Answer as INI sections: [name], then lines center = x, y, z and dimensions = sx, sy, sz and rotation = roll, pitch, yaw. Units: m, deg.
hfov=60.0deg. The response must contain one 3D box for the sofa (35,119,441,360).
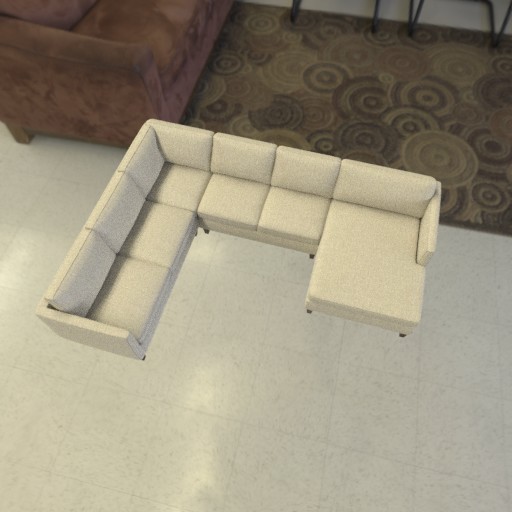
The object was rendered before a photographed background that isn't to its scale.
[sofa]
center = 0.000, 0.000, 4.498
dimensions = 3.403, 0.889, 2.551
rotation = 14, 60, 8
